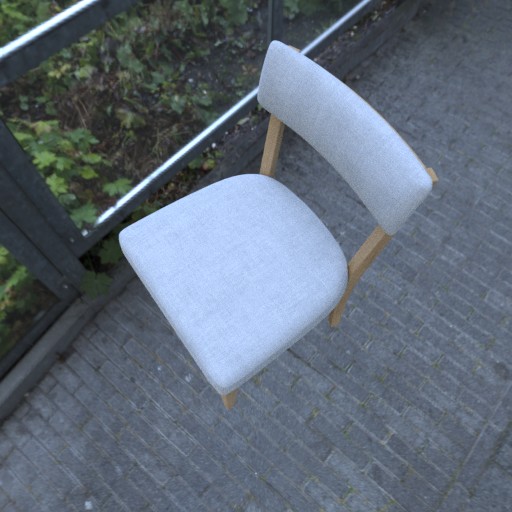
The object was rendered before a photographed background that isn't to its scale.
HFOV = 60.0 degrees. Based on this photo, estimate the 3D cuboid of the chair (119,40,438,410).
[{"bbox_3d":[0.000,0.000,1.195,0.572,0.832,0.508,-33,68,-15],"label":"chair"}]
